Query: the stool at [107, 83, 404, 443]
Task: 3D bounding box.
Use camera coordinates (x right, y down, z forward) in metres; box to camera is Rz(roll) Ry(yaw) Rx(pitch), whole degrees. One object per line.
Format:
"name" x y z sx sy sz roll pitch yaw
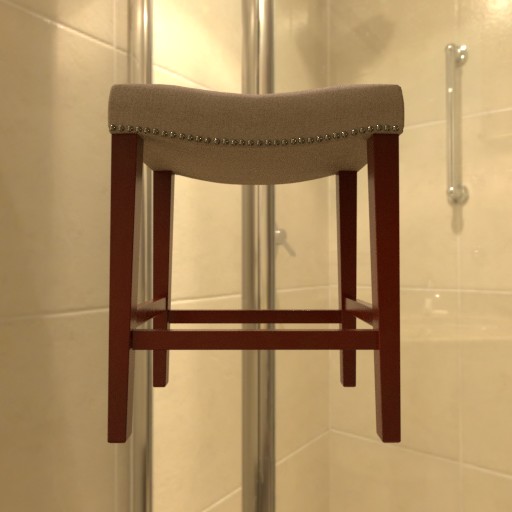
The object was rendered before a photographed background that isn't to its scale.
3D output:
"stool" 0.000 0.000 0.928 0.509 0.632 0.375 0 -1 0
